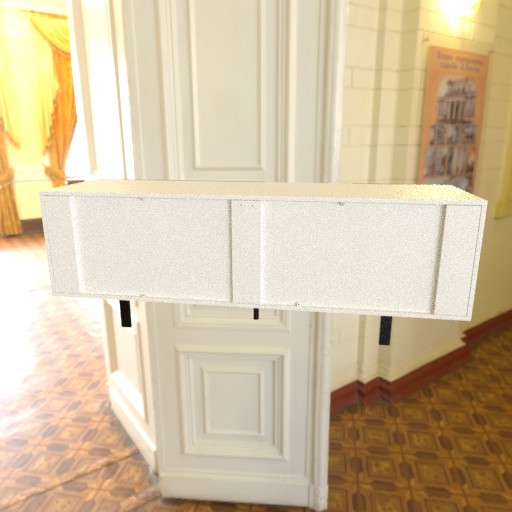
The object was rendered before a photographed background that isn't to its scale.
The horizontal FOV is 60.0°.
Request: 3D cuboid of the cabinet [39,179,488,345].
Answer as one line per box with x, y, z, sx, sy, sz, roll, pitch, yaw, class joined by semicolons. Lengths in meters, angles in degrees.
0.000;0.000;1.740;1.499;0.533;0.431;2;16;9;cabinet
